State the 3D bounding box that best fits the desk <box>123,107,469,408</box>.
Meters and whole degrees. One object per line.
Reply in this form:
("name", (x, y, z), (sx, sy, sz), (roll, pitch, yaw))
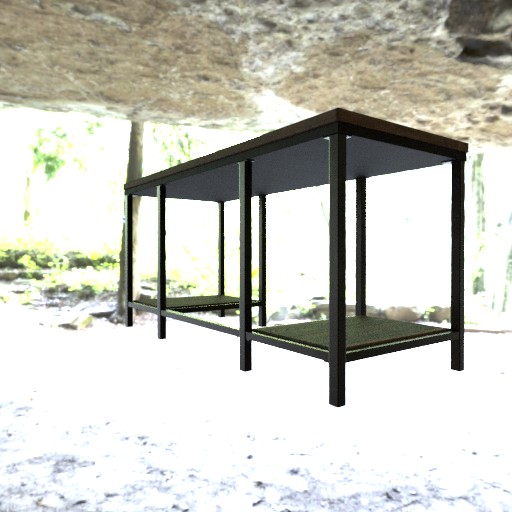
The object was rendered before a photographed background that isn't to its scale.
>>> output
("desk", (0.000, 0.000, 1.908), (0.617, 0.753, 1.538), (0, 1, -36))
